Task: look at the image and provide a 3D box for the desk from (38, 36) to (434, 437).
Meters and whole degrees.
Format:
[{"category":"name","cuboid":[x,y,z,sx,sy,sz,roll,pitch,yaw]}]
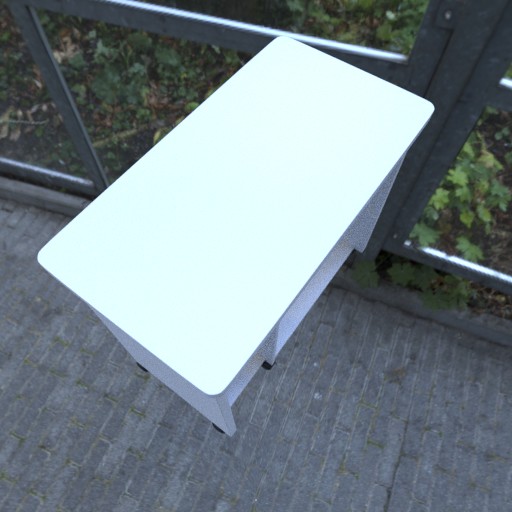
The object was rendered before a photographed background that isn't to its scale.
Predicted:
[{"category":"desk","cuboid":[0.000,0.000,1.321,0.475,0.763,0.877,33,66,17]}]
